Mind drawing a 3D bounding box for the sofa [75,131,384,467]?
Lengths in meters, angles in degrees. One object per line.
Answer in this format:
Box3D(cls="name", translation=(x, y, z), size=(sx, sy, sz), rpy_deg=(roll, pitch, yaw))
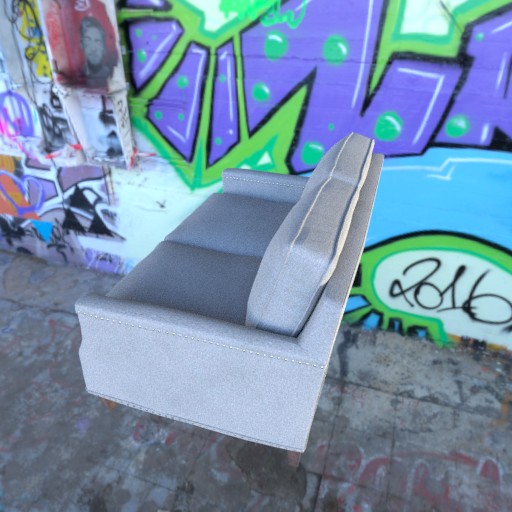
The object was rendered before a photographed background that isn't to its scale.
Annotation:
Box3D(cls="sofa", translation=(0.000, 0.000, 2.269), size=(1.084, 1.003, 1.597), rpy_deg=(10, 33, 16))
